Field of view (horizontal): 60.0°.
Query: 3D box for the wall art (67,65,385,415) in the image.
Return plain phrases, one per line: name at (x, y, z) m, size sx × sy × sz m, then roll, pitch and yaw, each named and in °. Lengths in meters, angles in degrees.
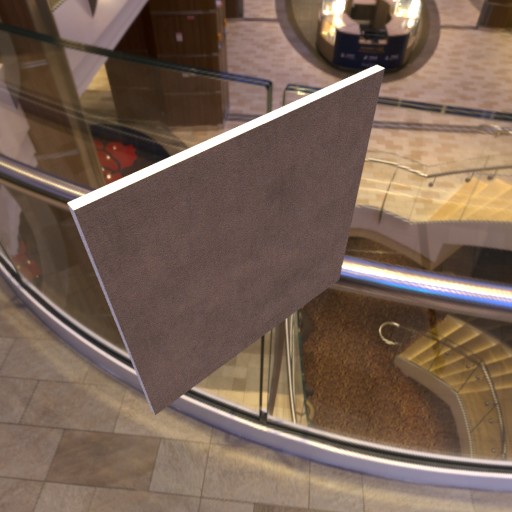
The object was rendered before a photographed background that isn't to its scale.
wall art at (0.000, 0.000, 0.991) m, size 0.664 × 0.661 × 0.020 m, roll -32°, pitch 55°, yaw -26°
